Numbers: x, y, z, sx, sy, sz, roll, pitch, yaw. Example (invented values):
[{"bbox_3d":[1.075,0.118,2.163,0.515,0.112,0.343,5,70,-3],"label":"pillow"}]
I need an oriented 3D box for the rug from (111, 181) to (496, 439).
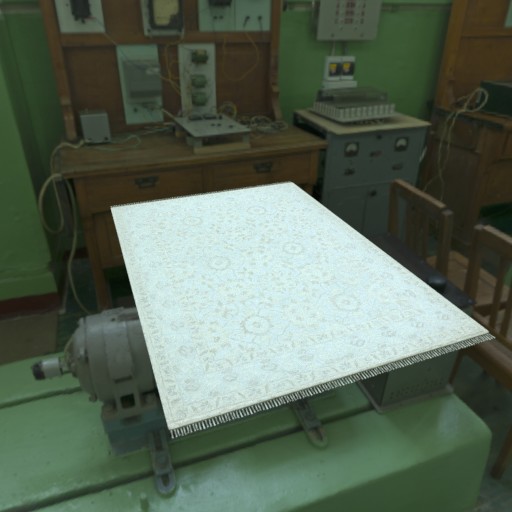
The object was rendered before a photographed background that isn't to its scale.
[{"bbox_3d":[0.000,0.000,2.712,1.514,0.011,2.233,-11,31,-18],"label":"rug"}]
